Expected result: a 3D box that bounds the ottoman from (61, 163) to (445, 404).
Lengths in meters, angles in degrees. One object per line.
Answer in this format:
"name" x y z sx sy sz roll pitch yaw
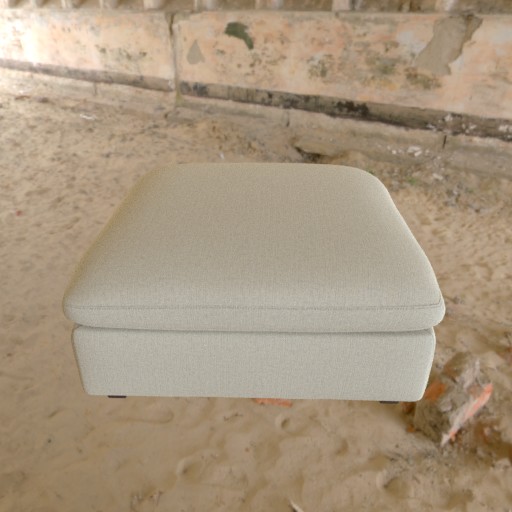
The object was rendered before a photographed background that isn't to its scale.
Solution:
"ottoman" 0.000 0.000 1.544 0.996 0.467 0.977 1 30 1
